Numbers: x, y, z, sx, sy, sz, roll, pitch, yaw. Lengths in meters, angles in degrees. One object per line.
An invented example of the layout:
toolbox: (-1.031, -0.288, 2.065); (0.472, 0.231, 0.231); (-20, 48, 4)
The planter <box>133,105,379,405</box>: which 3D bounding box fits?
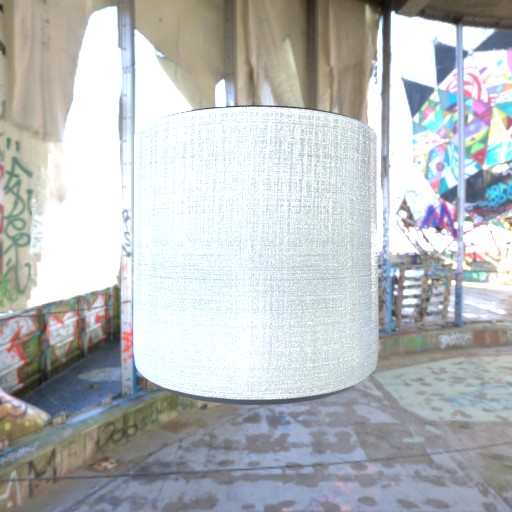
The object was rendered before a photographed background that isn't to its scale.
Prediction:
planter: (0.000, 0.000, 0.299); (0.160, 0.156, 0.160); (0, 1, 0)
